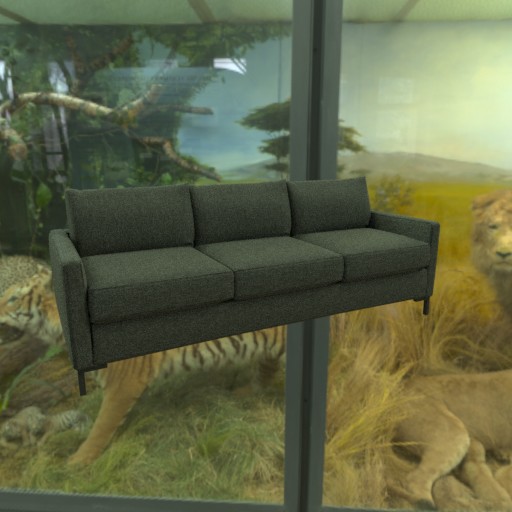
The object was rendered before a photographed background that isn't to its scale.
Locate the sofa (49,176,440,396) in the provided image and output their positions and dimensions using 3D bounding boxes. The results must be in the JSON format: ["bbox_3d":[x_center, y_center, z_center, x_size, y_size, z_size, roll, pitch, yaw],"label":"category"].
[{"bbox_3d":[0.000,0.000,2.707,2.253,0.879,0.876,-7,15,-27],"label":"sofa"}]
